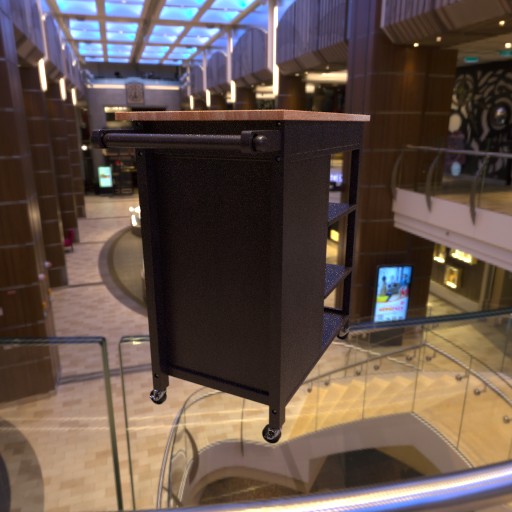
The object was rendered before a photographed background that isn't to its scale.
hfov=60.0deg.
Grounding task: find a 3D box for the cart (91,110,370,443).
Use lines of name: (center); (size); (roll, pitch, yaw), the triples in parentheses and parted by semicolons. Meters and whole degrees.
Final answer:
cart: (0.000, 0.000, 1.438); (0.472, 0.878, 0.914); (8, 19, 26)
